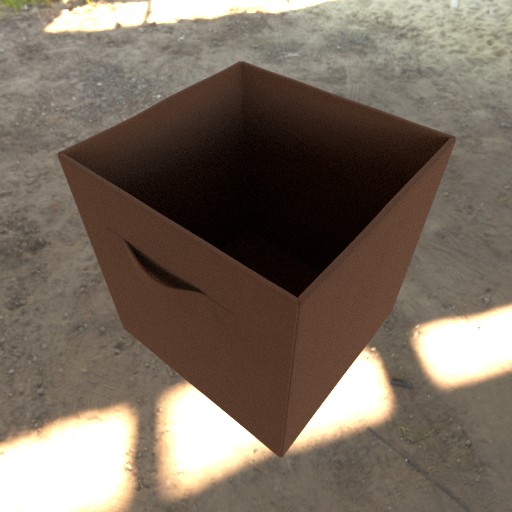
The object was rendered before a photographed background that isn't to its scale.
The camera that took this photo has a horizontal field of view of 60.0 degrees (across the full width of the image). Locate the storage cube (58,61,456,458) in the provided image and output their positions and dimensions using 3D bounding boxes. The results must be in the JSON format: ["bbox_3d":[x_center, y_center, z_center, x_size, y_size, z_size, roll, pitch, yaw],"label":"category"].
[{"bbox_3d":[0.000,0.000,0.498,0.270,0.280,0.270,31,54,26],"label":"storage cube"}]
